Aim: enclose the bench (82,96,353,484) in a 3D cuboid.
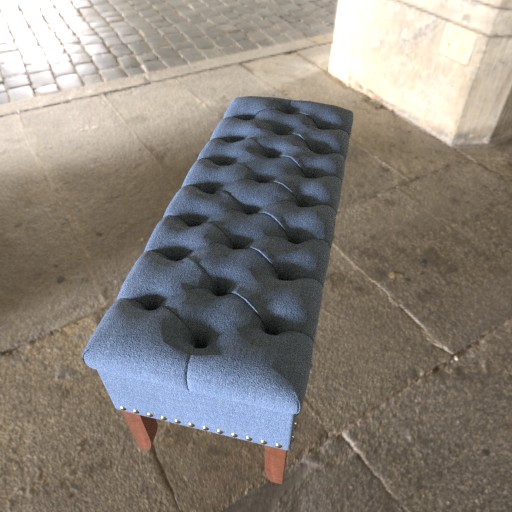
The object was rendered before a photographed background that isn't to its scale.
[{"bbox_3d":[0.000,0.000,1.276,0.417,0.492,1.052,10,46,9],"label":"bench"}]
